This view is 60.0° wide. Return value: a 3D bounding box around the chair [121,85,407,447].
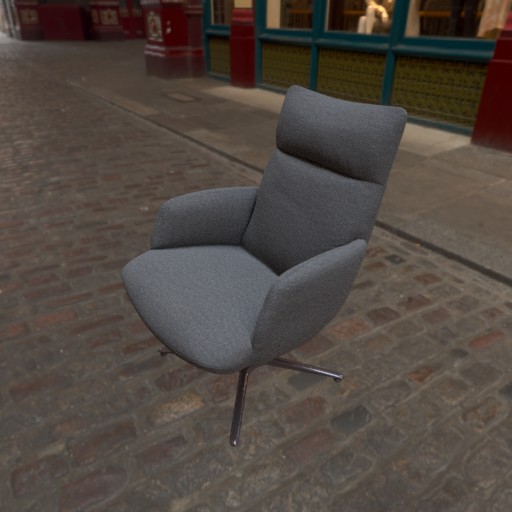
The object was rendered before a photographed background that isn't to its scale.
[{"bbox_3d":[0.000,0.000,1.529,0.831,0.984,0.702,-20,36,-31],"label":"chair"}]
